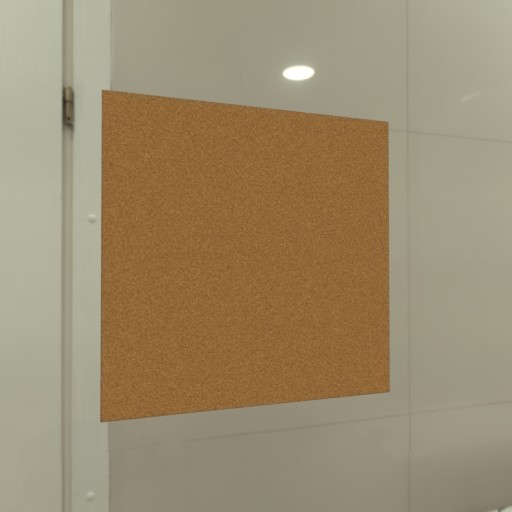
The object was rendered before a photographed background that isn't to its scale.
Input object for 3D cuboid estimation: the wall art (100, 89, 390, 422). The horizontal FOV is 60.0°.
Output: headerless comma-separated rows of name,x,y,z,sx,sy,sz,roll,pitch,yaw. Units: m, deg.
wall art,0.000,0.000,0.615,0.406,0.403,0.039,0,-1,-18
